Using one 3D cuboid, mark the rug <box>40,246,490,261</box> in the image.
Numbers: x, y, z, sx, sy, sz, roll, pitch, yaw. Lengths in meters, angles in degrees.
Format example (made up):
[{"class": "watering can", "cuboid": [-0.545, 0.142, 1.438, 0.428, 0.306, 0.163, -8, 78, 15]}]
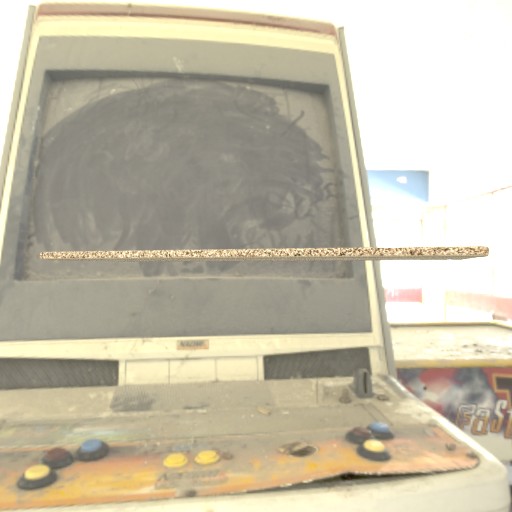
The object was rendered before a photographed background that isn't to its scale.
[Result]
[{"class": "rug", "cuboid": [0.000, 0.000, 1.709, 1.524, 0.030, 0.609, 0, -2, 19]}]
